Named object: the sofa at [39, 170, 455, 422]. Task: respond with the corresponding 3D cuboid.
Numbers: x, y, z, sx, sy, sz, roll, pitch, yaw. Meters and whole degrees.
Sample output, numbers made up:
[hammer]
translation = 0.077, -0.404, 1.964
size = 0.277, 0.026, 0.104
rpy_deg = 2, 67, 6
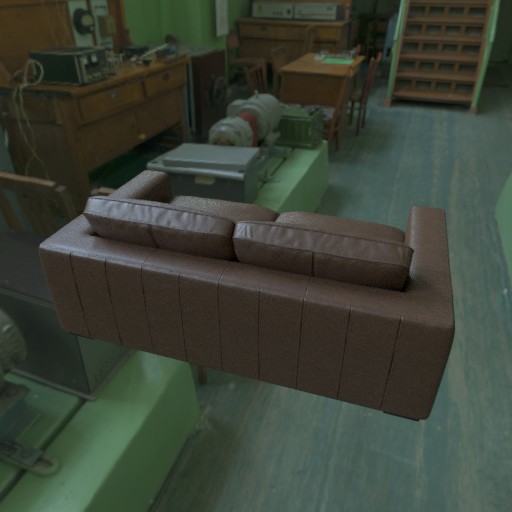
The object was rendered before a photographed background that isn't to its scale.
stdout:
[sofa]
translation = 0.000, 0.000, 2.403
size = 1.920, 0.800, 1.070
rpy_deg = 10, 34, 15
